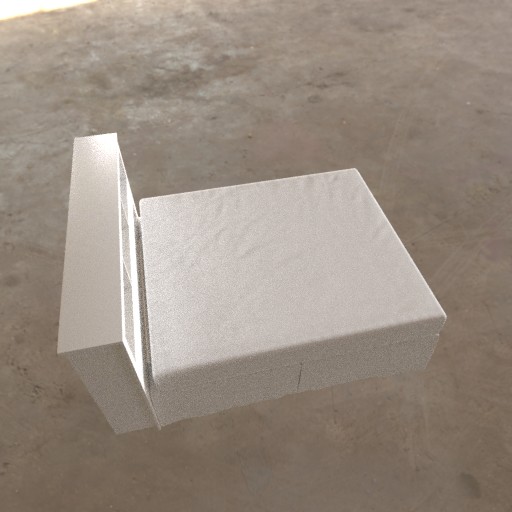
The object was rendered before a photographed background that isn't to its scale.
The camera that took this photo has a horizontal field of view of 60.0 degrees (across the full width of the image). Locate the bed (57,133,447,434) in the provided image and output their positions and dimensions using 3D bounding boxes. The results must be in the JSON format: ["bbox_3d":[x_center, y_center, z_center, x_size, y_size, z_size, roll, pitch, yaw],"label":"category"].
[{"bbox_3d":[0.000,0.000,3.008,2.133,1.092,1.671,-10,49,-8],"label":"bed"}]
